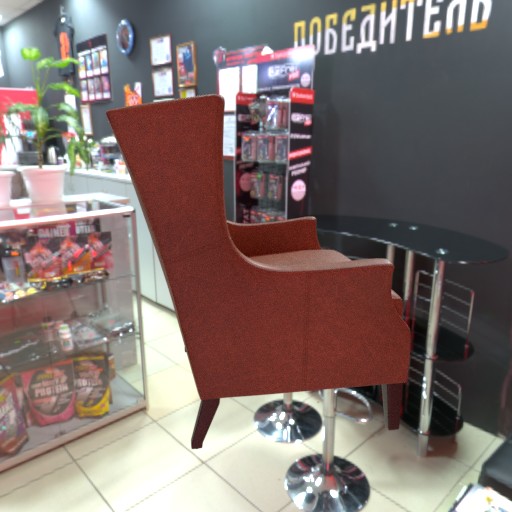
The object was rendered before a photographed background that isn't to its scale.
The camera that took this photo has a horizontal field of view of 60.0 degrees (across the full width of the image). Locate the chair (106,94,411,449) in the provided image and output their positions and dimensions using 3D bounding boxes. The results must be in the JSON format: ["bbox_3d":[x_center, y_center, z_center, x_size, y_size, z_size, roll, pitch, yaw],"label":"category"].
[{"bbox_3d":[0.000,0.000,1.667,0.913,1.088,0.815,-3,16,-10],"label":"chair"}]
